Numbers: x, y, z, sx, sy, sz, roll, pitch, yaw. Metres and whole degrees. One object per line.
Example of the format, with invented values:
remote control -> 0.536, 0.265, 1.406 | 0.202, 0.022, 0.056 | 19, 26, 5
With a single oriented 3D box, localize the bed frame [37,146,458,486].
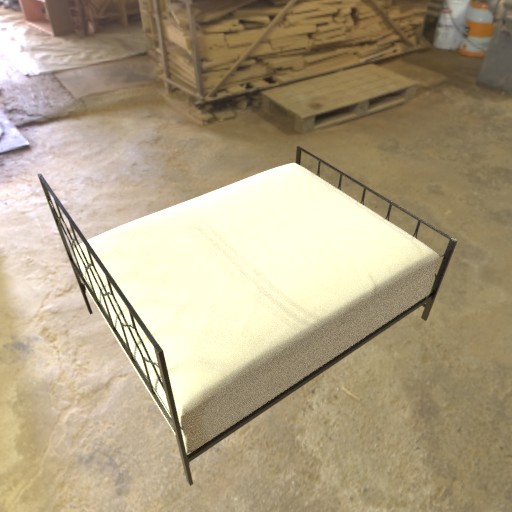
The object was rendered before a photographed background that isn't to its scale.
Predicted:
bed frame -> 0.000, 0.000, 3.010 | 2.063, 1.222, 1.597 | -25, 47, -26
